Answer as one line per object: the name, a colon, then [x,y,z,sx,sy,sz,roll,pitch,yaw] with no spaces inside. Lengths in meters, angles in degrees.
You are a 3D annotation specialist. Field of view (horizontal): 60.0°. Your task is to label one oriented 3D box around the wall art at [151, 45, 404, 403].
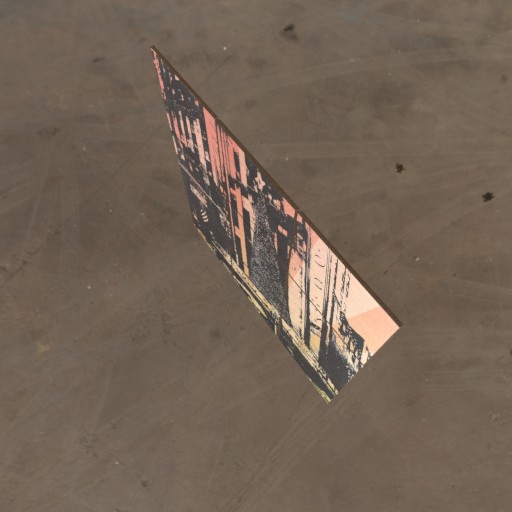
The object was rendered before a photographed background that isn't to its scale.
wall art: [0.000,0.000,1.831,0.013,1.216,1.216,-33,68,-15]
